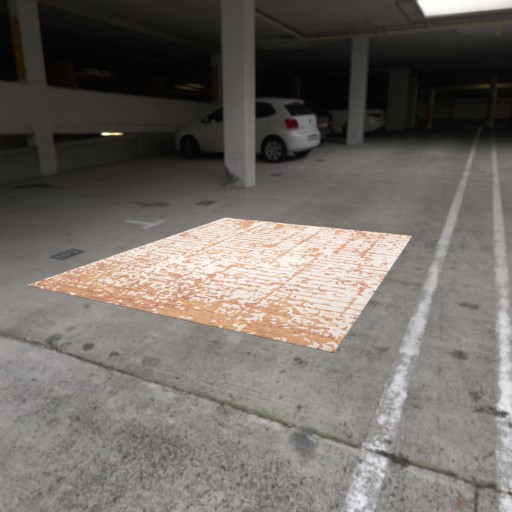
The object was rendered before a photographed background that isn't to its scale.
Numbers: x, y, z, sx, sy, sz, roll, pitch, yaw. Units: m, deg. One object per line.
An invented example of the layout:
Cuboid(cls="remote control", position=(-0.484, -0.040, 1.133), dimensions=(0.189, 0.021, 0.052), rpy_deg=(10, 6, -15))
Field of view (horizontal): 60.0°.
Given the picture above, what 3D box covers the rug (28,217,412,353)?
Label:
Cuboid(cls="rug", position=(0.000, 0.000, 4.219), dimensions=(2.441, 0.011, 3.050), rpy_deg=(8, 18, 25))
